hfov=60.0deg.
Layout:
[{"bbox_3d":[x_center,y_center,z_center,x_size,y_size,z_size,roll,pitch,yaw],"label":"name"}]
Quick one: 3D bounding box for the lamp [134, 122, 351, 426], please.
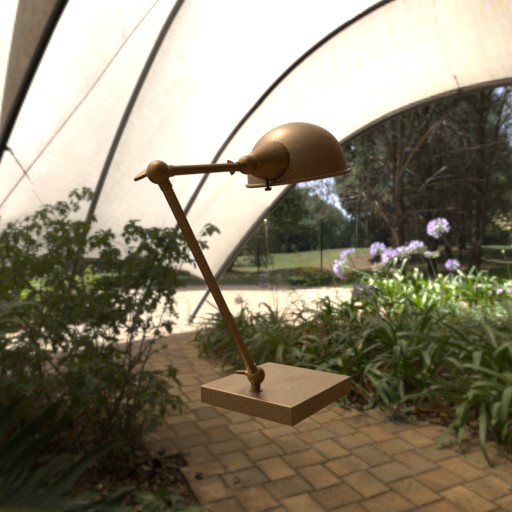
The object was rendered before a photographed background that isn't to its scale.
[{"bbox_3d":[0.000,0.000,0.546,0.149,0.371,0.339,0,0,36],"label":"lamp"}]
